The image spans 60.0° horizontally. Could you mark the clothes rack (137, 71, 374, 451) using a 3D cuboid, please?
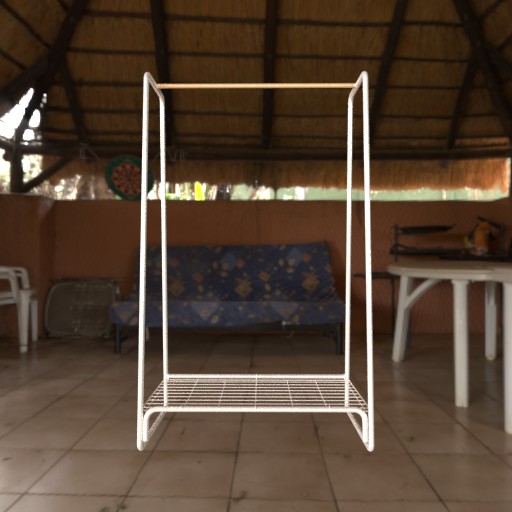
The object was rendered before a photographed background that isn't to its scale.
[{"bbox_3d":[0.000,0.000,1.920,0.900,1.500,0.495,0,0,0],"label":"clothes rack"}]
